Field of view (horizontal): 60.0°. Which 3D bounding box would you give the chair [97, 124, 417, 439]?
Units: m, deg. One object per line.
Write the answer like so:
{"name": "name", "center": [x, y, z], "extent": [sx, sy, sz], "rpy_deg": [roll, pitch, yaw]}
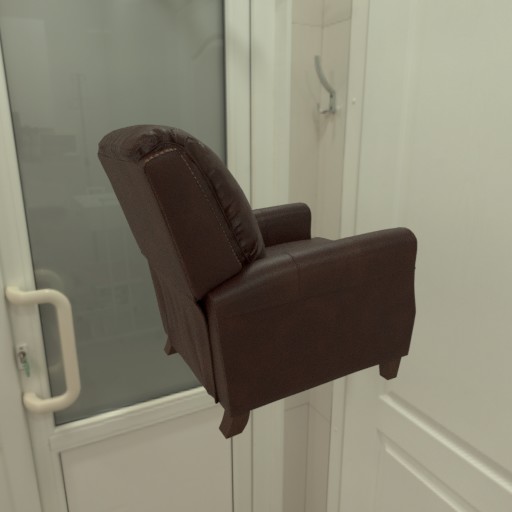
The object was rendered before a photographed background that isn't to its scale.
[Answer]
{"name": "chair", "center": [0.000, 0.000, 1.804], "extent": [1.089, 1.022, 0.826], "rpy_deg": [-8, 18, -27]}
